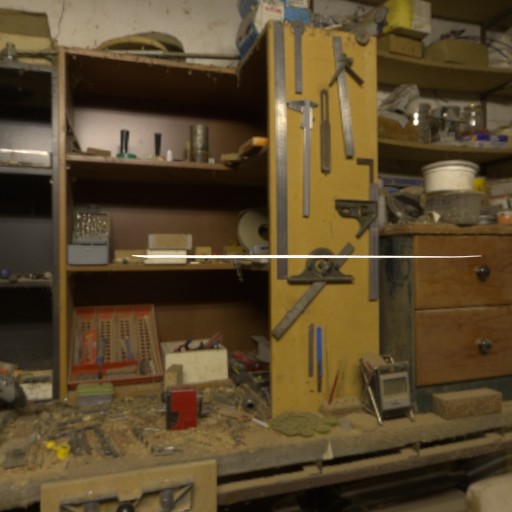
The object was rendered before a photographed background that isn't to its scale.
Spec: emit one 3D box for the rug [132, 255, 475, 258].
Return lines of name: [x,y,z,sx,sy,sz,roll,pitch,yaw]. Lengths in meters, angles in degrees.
rug: [0.000,0.000,2.350,1.223,0.008,1.813,0,0,-17]
